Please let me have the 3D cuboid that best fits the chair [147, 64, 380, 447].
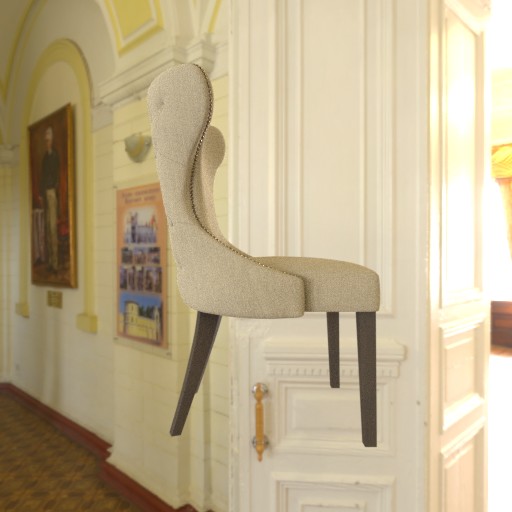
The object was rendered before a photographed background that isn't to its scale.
[{"bbox_3d":[0.000,0.000,1.374,0.635,0.967,0.628,0,1,0],"label":"chair"}]
